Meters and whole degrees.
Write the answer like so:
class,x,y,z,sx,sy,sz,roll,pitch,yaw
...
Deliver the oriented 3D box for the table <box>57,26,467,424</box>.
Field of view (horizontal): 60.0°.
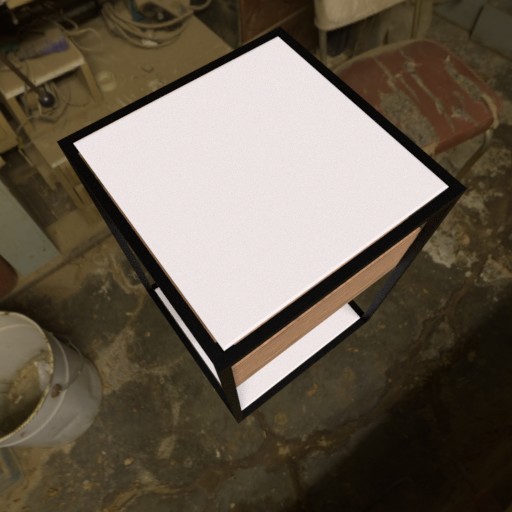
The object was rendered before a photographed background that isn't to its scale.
class,x,y,z,sx,sy,sz,roll,pitch,yaw
table,0.000,0.000,0.813,0.378,0.540,0.378,-34,69,-15
